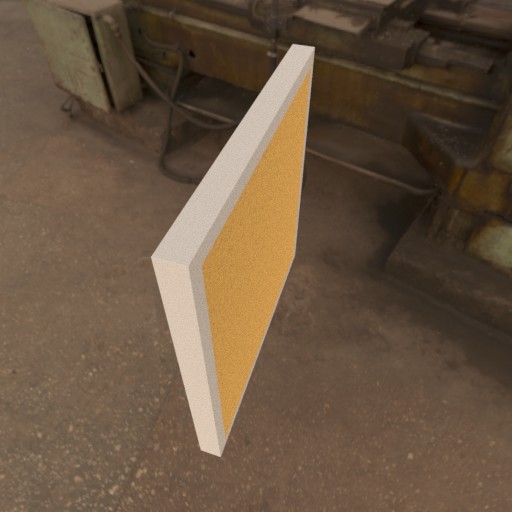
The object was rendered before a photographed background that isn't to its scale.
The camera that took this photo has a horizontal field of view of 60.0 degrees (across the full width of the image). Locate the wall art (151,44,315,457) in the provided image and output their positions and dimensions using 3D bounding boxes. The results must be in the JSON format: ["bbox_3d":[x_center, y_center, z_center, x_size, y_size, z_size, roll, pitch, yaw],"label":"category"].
[{"bbox_3d":[0.000,0.000,1.930,0.098,1.291,1.289,14,49,12],"label":"wall art"}]
